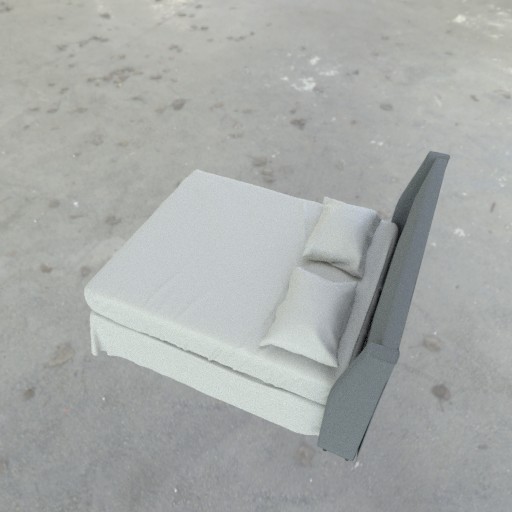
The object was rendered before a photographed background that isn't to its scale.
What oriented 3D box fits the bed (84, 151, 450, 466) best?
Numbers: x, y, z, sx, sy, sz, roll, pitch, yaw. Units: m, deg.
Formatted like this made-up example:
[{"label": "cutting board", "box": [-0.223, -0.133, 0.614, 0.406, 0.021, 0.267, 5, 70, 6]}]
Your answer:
[{"label": "bed", "box": [0.000, 0.000, 3.401, 2.276, 1.332, 1.925, 18, 48, 17]}]
